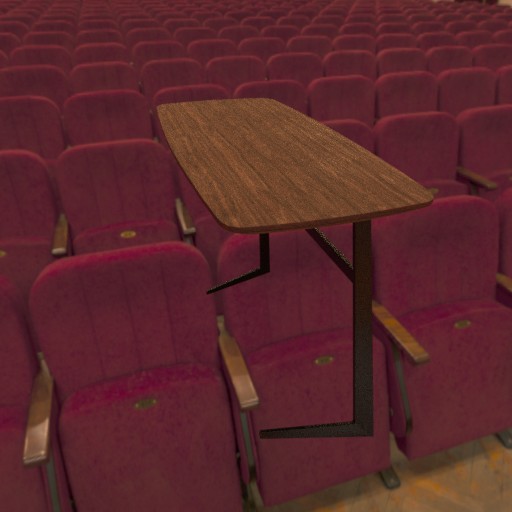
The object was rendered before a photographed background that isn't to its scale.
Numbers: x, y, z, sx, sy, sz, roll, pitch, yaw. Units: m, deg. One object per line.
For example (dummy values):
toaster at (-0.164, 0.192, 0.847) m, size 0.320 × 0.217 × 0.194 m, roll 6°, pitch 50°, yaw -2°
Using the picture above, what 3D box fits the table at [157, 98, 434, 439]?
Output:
table at (0.000, 0.000, 1.074) m, size 0.361 × 0.576 × 0.804 m, roll -9°, pitch 32°, yaw -15°
